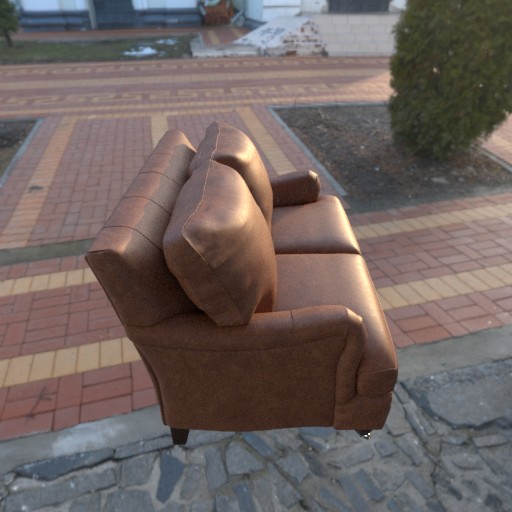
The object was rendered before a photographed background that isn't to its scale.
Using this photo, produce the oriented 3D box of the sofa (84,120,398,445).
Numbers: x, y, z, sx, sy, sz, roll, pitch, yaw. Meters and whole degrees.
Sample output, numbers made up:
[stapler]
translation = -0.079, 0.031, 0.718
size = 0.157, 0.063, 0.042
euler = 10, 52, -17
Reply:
[sofa]
translation = 0.000, 0.000, 2.186
size = 1.077, 1.004, 1.527
euler = 0, 31, 0
